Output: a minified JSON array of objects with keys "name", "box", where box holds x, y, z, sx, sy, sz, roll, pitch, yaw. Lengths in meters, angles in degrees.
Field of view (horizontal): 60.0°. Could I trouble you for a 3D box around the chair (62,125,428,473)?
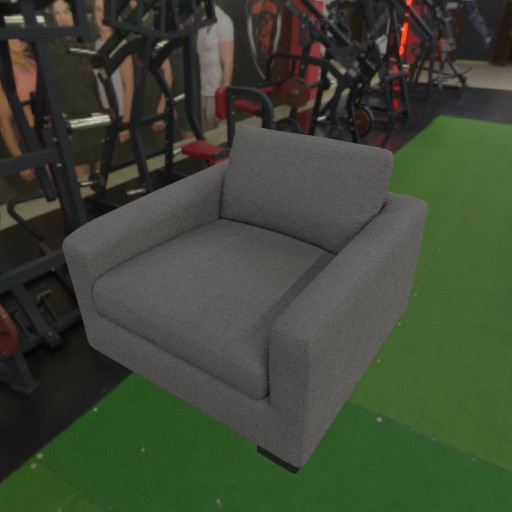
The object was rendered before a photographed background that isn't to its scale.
[{"name":"chair","box":[0.000,0.000,1.859,1.070,0.847,1.100,19,35,29]}]
